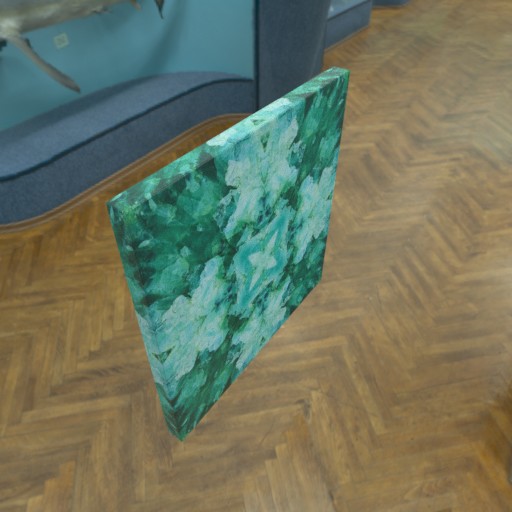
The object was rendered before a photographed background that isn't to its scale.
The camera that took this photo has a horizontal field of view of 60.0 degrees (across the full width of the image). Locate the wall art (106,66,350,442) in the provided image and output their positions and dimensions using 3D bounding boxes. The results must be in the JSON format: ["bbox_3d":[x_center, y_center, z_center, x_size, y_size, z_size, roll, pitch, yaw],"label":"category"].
[{"bbox_3d":[0.000,0.000,0.782,0.038,0.508,0.507,26,48,26],"label":"wall art"}]
